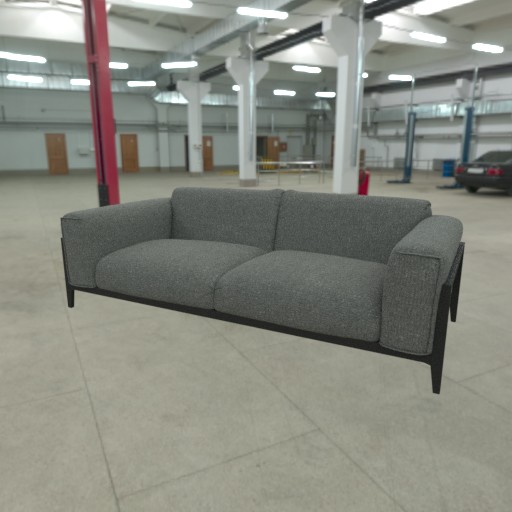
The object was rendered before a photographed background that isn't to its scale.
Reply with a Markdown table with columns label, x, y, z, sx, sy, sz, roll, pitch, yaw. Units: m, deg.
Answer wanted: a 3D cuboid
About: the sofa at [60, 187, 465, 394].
| label | x | y | z | sx | sy | sz | roll | pitch | yaw |
| --- | --- | --- | --- | --- | --- | --- | --- | --- | --- |
| sofa | 0.000 | 0.000 | 2.550 | 2.125 | 0.703 | 0.985 | 7 | 16 | 27 |
